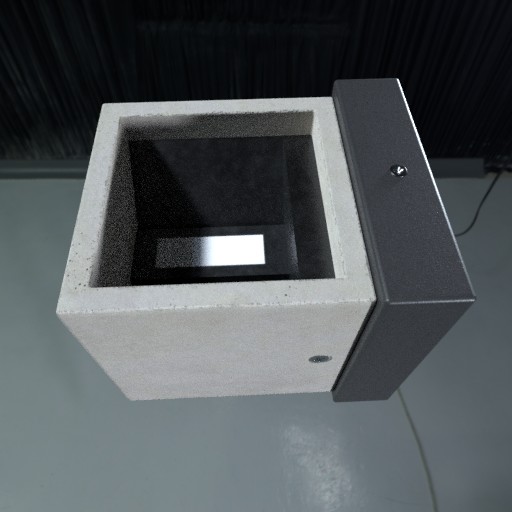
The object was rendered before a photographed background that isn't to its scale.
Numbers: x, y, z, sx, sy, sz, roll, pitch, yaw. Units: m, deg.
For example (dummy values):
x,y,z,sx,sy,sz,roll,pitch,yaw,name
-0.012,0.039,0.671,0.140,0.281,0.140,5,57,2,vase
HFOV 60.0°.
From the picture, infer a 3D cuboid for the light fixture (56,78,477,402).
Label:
x,y,z,sx,sy,sz,roll,pitch,yaw,name
0.000,0.000,0.228,0.143,0.121,0.121,-2,57,-1,light fixture
